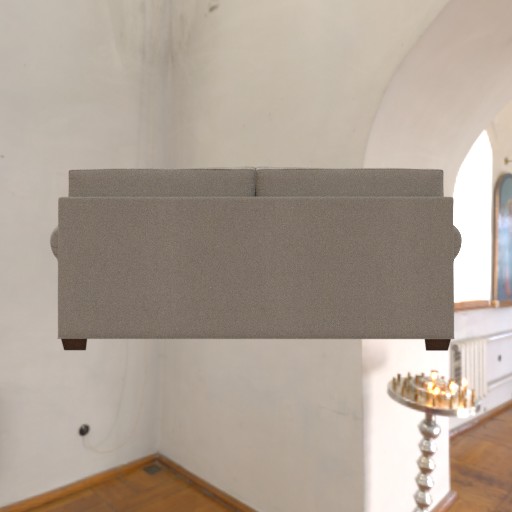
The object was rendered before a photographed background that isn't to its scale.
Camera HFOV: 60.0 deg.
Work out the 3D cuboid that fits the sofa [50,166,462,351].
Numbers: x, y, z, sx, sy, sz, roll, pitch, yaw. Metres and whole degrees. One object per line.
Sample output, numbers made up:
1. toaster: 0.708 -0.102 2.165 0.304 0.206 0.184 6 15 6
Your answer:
1. sofa: 0.000 0.000 2.663 2.146 0.962 0.901 0 0 0
